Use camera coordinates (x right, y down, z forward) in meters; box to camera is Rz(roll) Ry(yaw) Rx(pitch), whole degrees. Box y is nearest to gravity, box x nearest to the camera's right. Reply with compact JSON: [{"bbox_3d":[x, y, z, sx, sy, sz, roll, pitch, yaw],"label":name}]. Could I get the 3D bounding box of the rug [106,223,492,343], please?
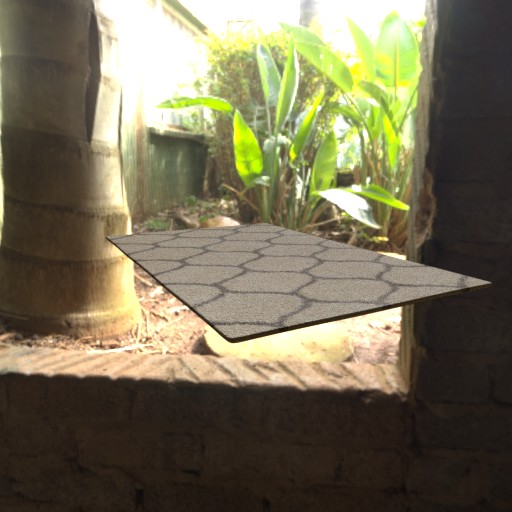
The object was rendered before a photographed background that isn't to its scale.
[{"bbox_3d":[0.000,0.000,2.930,1.501,0.024,2.348,-7,15,-28],"label":"rug"}]
